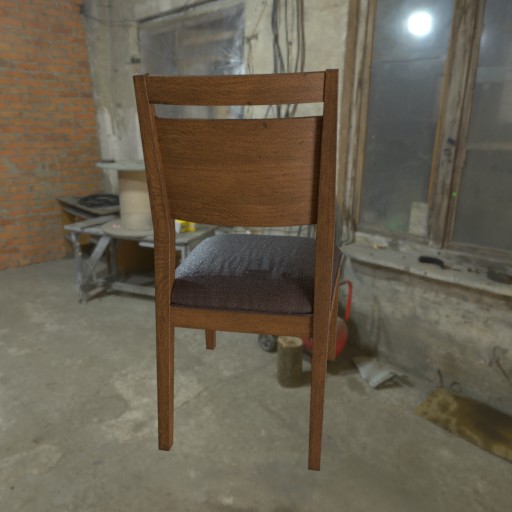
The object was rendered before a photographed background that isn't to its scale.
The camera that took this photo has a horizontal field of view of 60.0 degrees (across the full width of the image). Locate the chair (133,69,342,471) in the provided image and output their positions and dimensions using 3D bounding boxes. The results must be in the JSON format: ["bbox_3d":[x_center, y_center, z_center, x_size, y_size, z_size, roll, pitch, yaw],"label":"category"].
[{"bbox_3d":[0.000,0.000,1.282,0.501,0.939,0.610,3,17,10],"label":"chair"}]
